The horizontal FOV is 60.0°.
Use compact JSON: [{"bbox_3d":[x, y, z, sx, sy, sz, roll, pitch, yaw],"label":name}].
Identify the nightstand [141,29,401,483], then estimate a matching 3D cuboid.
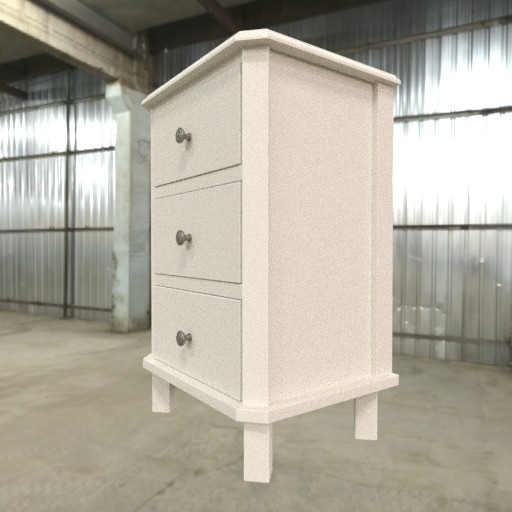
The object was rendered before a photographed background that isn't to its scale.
[{"bbox_3d":[0.000,0.000,0.903,0.351,0.681,0.435,-1,1,-36],"label":"nightstand"}]
